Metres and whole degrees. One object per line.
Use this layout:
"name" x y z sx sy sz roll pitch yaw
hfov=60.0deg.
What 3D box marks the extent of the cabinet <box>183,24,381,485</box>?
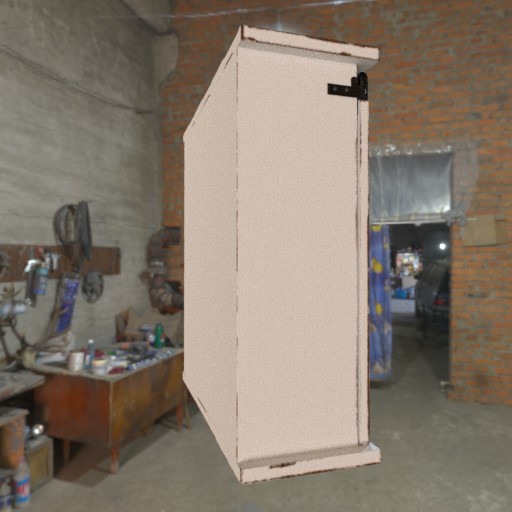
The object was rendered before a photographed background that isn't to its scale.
"cabinet" 0.000 0.000 0.869 0.210 0.603 0.541 0 -1 -17
